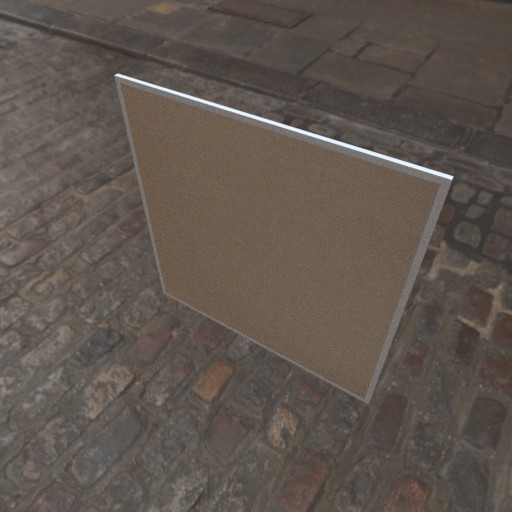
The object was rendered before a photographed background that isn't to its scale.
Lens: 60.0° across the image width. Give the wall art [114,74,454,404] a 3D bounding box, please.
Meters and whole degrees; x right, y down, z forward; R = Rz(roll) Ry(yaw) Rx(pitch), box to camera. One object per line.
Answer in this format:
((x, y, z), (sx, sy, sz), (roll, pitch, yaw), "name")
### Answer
((0.000, 0.000, 0.680), (0.456, 0.456, 0.007), (24, 50, 23), "wall art")
